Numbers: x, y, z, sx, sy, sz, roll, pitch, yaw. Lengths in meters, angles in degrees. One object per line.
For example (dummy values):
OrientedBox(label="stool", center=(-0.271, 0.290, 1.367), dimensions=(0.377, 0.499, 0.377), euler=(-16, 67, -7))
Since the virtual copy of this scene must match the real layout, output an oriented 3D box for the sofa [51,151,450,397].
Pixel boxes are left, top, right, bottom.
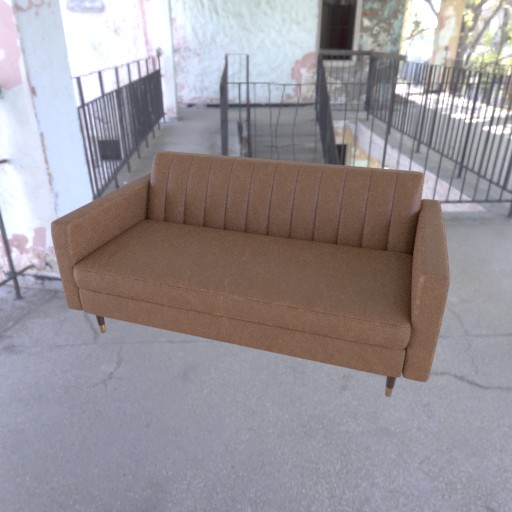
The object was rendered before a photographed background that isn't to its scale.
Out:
OrientedBox(label="sofa", center=(0.000, 0.000, 2.381), dimensions=(1.847, 0.821, 0.993), euler=(8, 27, 17))
